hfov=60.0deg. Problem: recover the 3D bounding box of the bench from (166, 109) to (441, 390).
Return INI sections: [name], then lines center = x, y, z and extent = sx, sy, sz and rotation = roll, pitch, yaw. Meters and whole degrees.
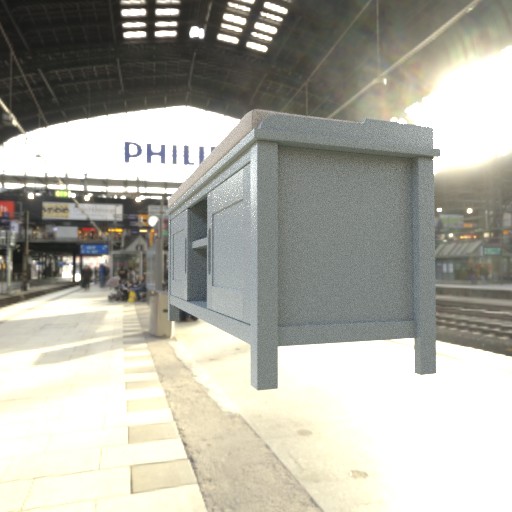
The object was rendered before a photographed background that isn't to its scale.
[bench]
center = 0.000, 0.000, 1.362
extent = 0.398, 0.501, 1.140
rotation = 1, -2, -19
